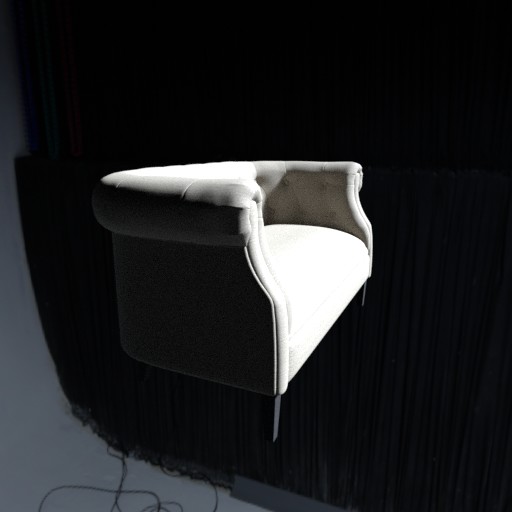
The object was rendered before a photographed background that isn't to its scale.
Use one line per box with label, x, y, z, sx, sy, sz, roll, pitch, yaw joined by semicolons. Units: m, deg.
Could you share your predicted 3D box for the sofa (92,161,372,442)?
sofa;0.000;0.000;2.067;0.835;0.827;1.558;7;16;24
